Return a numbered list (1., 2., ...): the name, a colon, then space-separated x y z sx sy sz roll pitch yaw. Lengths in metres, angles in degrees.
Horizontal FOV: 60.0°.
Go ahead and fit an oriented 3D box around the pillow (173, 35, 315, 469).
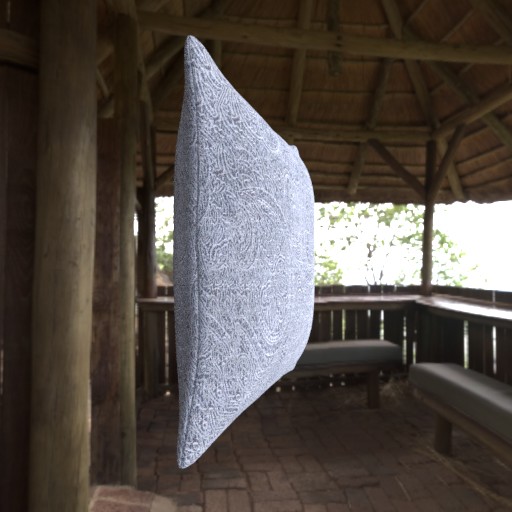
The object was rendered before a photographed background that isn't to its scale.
1. pillow: 0.000 0.000 0.764 0.166 0.510 0.523 -1 -2 19
